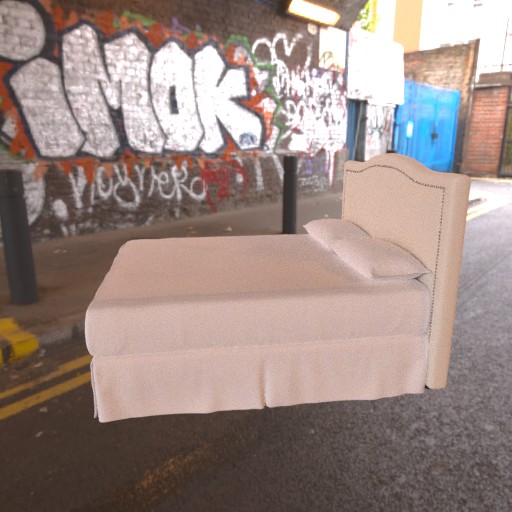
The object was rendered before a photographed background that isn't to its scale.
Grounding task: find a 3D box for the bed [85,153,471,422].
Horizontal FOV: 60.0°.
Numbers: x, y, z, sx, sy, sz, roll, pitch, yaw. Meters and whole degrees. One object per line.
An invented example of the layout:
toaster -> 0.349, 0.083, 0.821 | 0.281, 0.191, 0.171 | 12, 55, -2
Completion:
bed -> 0.000, 0.000, 3.251 | 2.143, 1.460, 1.753 | -2, 15, -9
